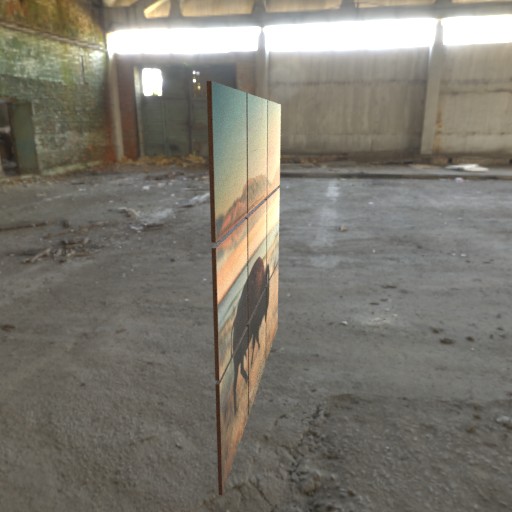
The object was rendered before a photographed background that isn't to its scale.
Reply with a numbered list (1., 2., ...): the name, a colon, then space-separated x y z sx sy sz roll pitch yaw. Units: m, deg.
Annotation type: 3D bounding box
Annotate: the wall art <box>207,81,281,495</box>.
1. wall art: 0.000 0.000 1.799 0.019 1.218 1.221 3 17 10
